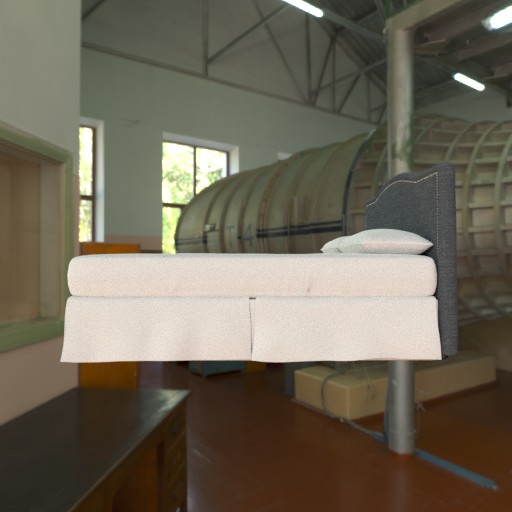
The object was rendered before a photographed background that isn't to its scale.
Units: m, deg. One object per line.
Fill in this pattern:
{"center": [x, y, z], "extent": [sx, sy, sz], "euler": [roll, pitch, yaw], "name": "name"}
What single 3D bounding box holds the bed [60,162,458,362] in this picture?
{"center": [0.000, 0.000, 4.002], "extent": [2.689, 1.457, 2.161], "euler": [0, -1, 0], "name": "bed"}
